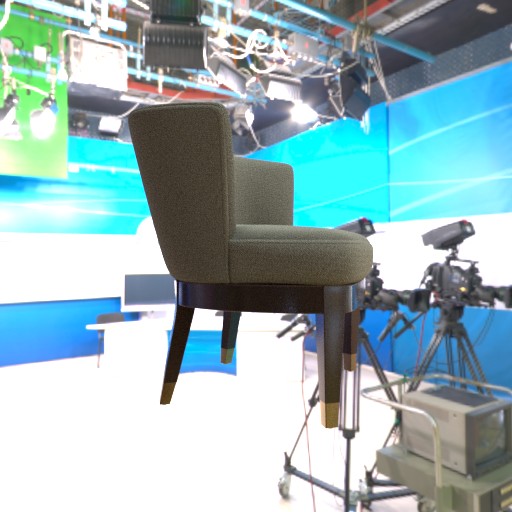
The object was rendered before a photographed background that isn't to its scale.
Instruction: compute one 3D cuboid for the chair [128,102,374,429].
[{"bbox_3d":[0.000,0.000,1.295,0.660,0.760,0.700,0,0,17],"label":"chair"}]
